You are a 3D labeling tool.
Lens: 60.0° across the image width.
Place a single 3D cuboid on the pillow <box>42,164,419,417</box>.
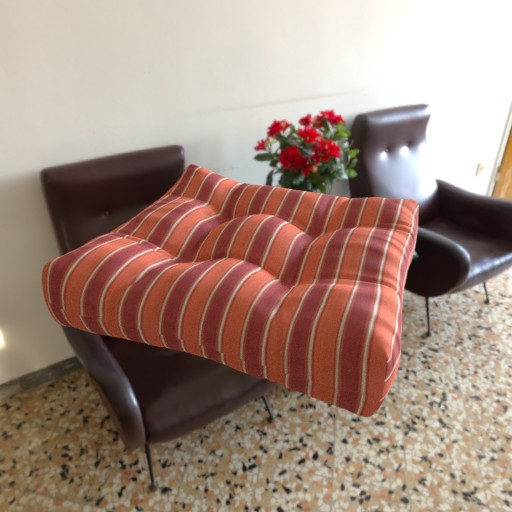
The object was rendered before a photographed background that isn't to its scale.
[{"bbox_3d":[0.000,0.000,0.733,0.490,0.133,0.468,11,32,18],"label":"pillow"}]
